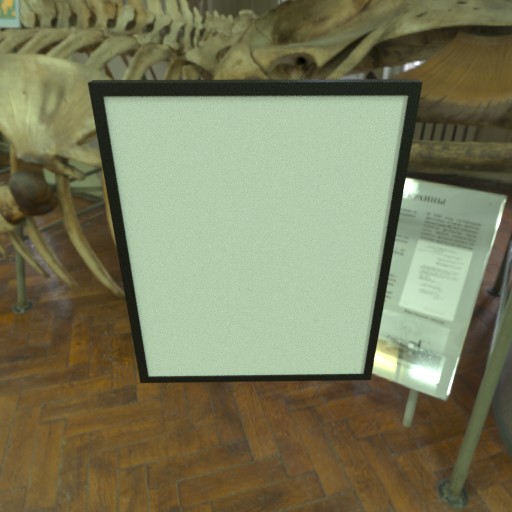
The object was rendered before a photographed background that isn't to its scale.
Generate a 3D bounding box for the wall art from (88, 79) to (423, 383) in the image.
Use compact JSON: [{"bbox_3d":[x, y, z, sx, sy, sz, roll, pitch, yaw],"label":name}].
[{"bbox_3d":[0.000,0.000,0.535,0.325,0.397,0.018,-1,29,-1],"label":"wall art"}]
